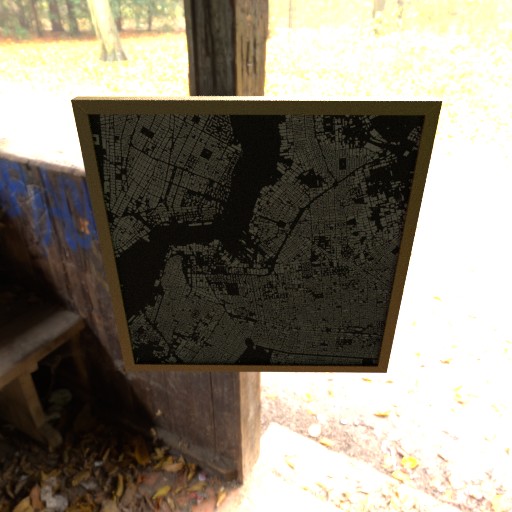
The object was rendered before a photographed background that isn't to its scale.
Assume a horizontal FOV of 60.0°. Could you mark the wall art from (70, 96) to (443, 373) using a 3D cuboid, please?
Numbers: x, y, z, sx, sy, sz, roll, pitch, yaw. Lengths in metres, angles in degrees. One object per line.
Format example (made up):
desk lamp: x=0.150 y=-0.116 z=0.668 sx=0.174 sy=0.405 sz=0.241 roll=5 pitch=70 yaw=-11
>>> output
wall art: x=0.000 y=0.000 z=2.822 sx=1.926 sy=1.926 sz=0.099 roll=0 pitch=30 yaw=1
